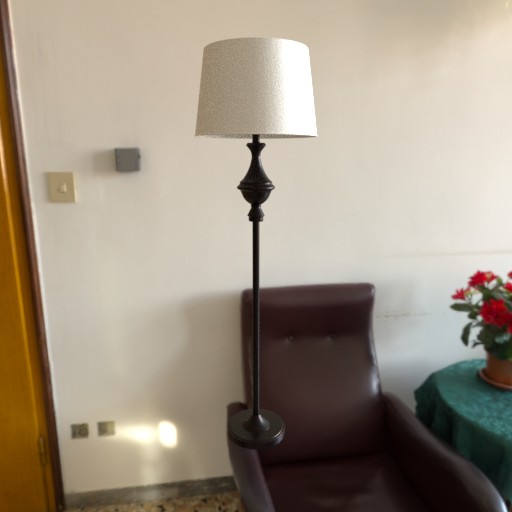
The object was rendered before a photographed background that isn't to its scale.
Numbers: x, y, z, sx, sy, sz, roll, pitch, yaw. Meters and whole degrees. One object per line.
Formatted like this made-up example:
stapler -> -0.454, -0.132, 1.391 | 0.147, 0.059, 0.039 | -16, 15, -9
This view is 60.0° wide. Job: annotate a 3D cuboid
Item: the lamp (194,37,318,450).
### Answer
lamp -> 0.000, 0.000, 1.664 | 0.431, 1.484, 0.431 | 0, 13, 0
